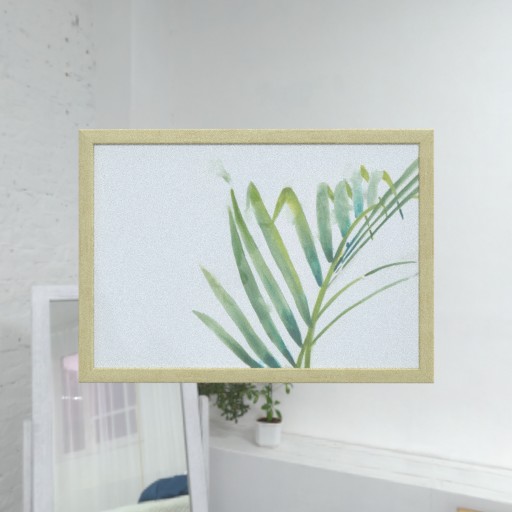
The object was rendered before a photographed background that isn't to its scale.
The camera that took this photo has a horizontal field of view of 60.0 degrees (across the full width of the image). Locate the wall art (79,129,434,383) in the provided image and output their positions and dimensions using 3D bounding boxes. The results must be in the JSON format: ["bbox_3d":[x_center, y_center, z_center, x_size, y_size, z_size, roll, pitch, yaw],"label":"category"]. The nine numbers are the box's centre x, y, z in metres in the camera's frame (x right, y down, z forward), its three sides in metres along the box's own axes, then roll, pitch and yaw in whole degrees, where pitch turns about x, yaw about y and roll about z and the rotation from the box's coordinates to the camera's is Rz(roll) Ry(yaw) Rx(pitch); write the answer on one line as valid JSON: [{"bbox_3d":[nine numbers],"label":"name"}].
[{"bbox_3d":[0.000,0.000,0.679,0.533,0.381,0.032,0,0,0],"label":"wall art"}]
